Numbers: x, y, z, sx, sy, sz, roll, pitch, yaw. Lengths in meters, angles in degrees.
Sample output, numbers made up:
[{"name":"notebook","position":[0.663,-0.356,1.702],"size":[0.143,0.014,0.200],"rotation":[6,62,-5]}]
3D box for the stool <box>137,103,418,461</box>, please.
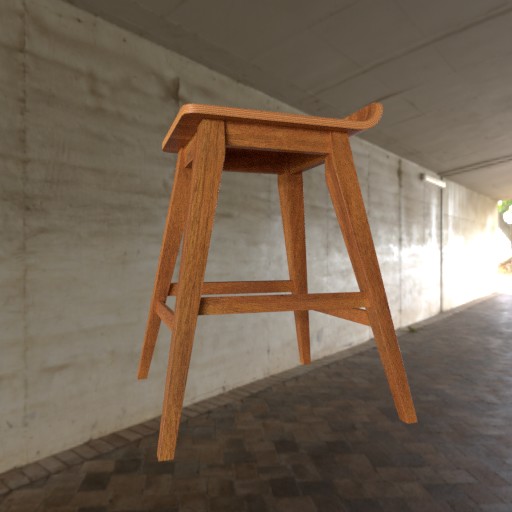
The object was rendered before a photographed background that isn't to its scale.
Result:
[{"name":"stool","position":[0.000,0.000,1.022],"size":[0.500,0.650,0.500],"rotation":[0,1,-19]}]
